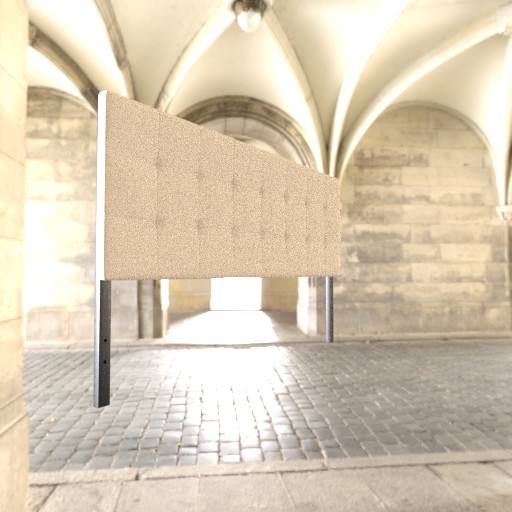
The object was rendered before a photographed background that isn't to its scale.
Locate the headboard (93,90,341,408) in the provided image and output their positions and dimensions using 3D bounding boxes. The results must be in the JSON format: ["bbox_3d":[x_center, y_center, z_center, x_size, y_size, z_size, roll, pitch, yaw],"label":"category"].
[{"bbox_3d":[0.000,0.000,2.900,0.120,1.410,2.362,-2,-3,36],"label":"headboard"}]
